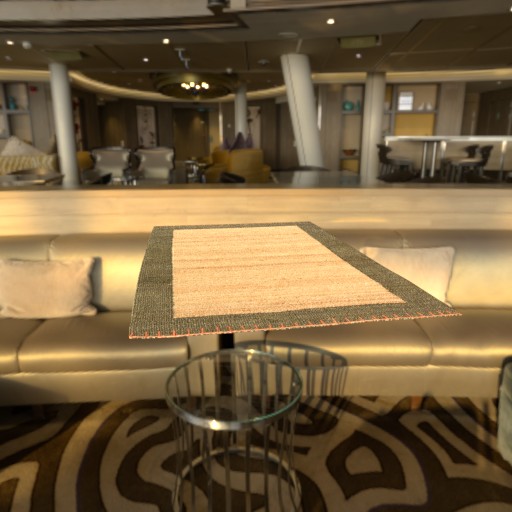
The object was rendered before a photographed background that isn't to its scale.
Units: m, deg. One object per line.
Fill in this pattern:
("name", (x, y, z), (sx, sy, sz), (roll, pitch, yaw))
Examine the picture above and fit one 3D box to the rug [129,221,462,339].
("rug", (0.000, 0.000, 3.052), (1.521, 0.006, 2.435), (-3, 15, -9))
